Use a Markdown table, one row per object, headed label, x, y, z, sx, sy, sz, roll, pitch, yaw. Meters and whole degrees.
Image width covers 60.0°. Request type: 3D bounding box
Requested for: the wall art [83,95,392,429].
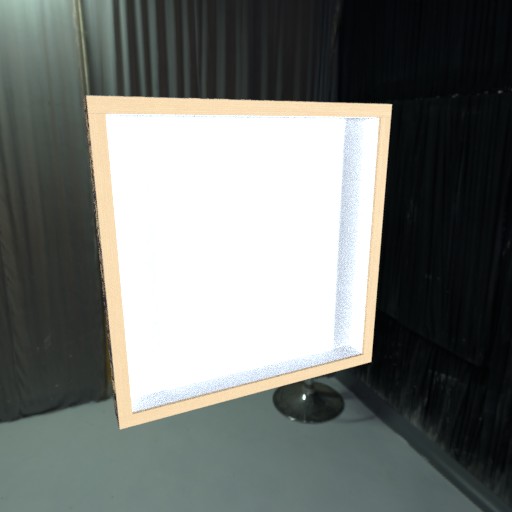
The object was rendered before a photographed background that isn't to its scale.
| label | x | y | z | sx | sy | sz | roll | pitch | yaw |
| --- | --- | --- | --- | --- | --- | --- | --- | --- | --- |
| wall art | 0.000 | 0.000 | 0.612 | 0.405 | 0.405 | 0.038 | -7 | 18 | -24 |
